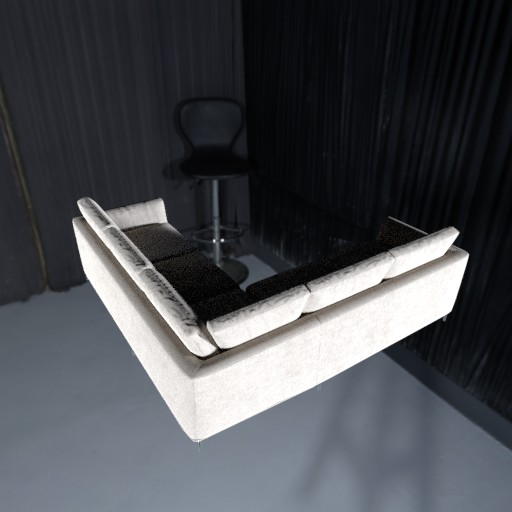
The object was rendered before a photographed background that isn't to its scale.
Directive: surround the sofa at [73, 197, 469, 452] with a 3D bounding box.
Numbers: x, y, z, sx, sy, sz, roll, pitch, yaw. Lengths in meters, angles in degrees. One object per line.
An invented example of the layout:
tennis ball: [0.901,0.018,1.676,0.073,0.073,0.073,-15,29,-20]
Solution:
sofa: [0.000,0.000,3.809,2.438,0.864,2.438,-18,34,-29]
